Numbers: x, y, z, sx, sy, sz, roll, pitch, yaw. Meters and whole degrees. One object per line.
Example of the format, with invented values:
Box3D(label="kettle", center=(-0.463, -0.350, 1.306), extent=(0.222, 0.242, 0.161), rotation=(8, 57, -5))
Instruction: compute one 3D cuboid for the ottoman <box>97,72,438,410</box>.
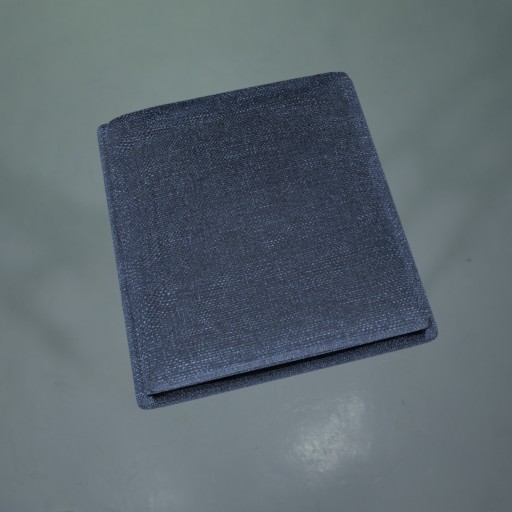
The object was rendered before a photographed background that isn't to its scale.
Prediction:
Box3D(label="ottoman", center=(0.000, 0.000, 0.836), extent=(0.436, 0.493, 0.454), rotation=(-13, 74, -4))
